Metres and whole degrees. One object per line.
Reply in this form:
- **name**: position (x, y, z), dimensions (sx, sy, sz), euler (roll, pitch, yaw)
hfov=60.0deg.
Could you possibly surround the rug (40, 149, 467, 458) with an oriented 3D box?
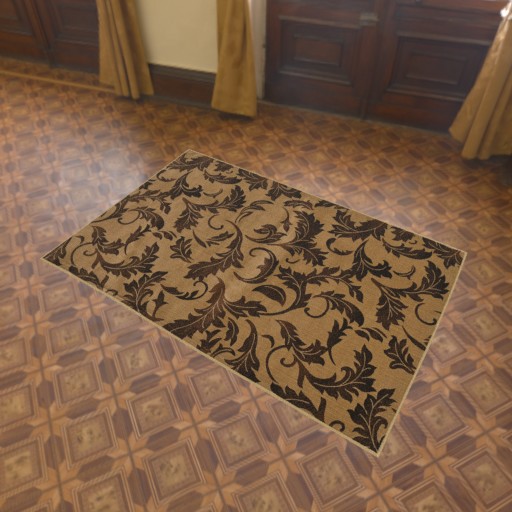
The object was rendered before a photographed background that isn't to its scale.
- **rug**: position (0.000, 0.000, 2.828), dimensions (2.284, 0.008, 1.522), euler (24, 50, 22)
